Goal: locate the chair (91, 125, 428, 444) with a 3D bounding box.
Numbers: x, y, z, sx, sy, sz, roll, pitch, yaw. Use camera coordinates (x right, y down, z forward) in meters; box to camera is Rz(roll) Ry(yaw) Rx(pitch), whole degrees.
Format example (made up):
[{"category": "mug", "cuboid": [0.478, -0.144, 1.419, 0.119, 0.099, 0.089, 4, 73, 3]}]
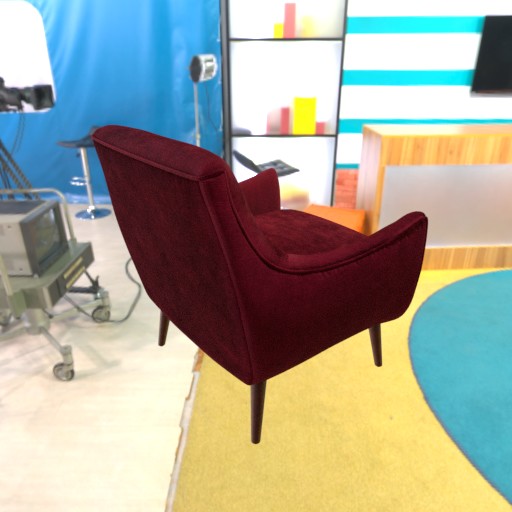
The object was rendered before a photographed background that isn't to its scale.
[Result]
[{"category": "chair", "cuboid": [0.000, 0.000, 1.450, 0.787, 0.838, 0.762, -18, 30, -34]}]
